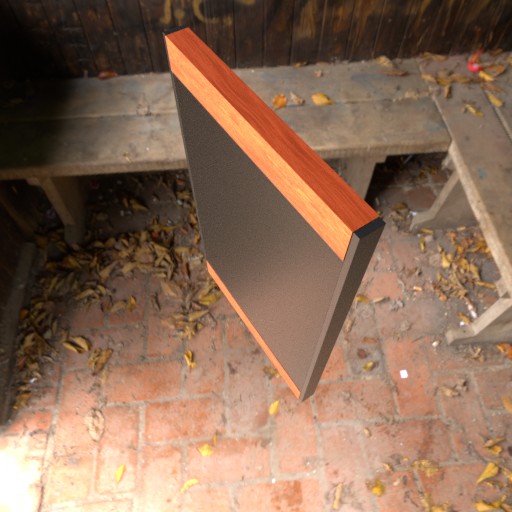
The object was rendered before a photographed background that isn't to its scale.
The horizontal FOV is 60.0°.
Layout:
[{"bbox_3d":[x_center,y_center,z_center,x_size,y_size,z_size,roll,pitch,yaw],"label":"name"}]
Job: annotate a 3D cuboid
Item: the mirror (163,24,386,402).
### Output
[{"bbox_3d":[0.000,0.000,1.017,0.047,0.823,0.525,-30,63,-17],"label":"mirror"}]
